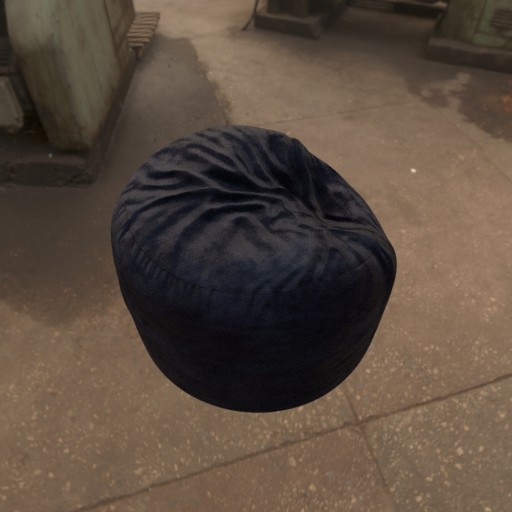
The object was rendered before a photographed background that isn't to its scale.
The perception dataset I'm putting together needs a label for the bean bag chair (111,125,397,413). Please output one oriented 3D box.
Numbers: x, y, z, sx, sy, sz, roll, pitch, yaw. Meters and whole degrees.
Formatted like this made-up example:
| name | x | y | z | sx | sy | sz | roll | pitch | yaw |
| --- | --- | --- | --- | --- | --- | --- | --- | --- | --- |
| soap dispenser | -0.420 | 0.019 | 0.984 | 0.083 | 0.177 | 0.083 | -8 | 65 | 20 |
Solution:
| name | x | y | z | sx | sy | sz | roll | pitch | yaw |
| --- | --- | --- | --- | --- | --- | --- | --- | --- | --- |
| bean bag chair | 0.000 | 0.000 | 1.523 | 0.918 | 0.616 | 0.918 | 0 | 47 | 0 |
